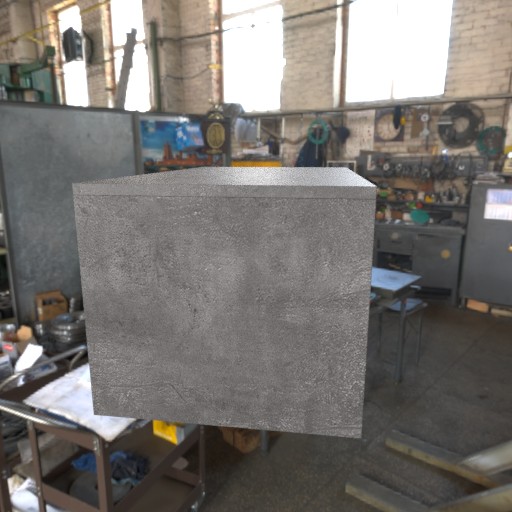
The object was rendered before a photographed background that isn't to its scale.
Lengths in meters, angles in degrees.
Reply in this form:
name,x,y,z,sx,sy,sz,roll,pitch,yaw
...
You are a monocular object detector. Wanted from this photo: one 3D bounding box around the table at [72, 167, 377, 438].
name,x,y,z,sx,sy,sz,roll,pitch,yaw
table,0.000,0.000,0.946,0.400,0.350,0.700,2,13,8
